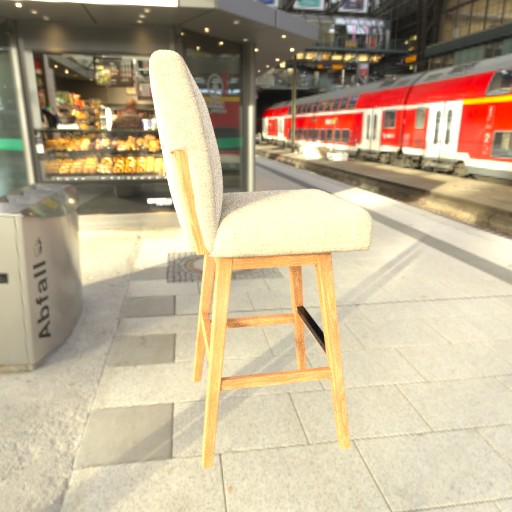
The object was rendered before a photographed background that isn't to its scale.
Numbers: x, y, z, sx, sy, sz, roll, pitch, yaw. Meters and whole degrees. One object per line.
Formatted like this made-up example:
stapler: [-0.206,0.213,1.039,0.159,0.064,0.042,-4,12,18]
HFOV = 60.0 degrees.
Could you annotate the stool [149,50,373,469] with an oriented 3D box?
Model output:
stool: [0.000,0.000,1.371,0.569,1.106,0.483,-3,17,-11]
